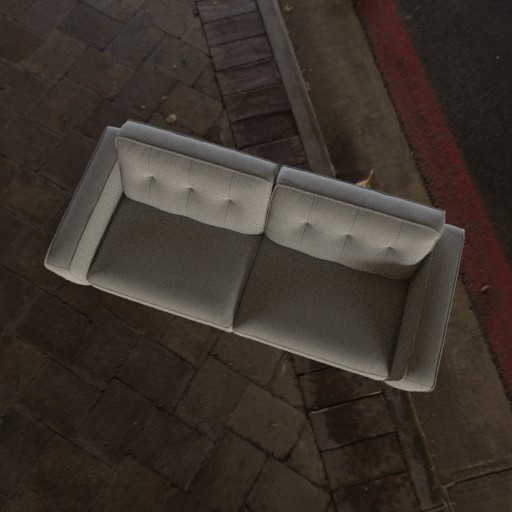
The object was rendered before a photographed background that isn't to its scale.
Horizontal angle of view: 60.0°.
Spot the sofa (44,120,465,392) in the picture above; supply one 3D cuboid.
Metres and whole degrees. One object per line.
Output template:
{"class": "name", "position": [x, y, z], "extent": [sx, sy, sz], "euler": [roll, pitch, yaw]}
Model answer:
{"class": "sofa", "position": [0.000, 0.000, 2.687], "extent": [2.270, 0.781, 0.956], "euler": [17, 75, 5]}
